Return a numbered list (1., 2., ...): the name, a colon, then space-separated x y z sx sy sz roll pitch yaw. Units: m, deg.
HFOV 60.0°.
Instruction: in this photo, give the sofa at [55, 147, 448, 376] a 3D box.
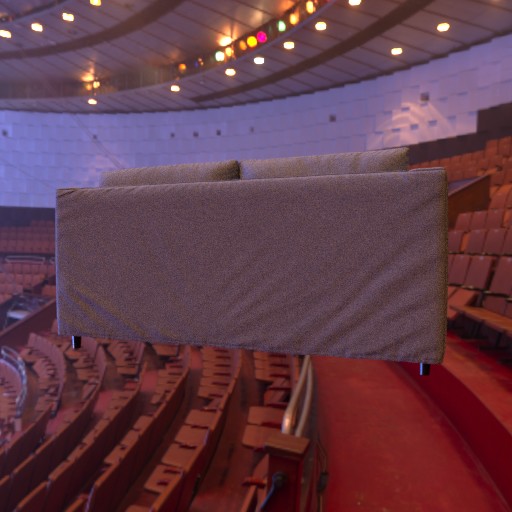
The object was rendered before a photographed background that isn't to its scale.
1. sofa: 0.000 0.000 2.618 2.010 1.018 1.072 0 0 18
